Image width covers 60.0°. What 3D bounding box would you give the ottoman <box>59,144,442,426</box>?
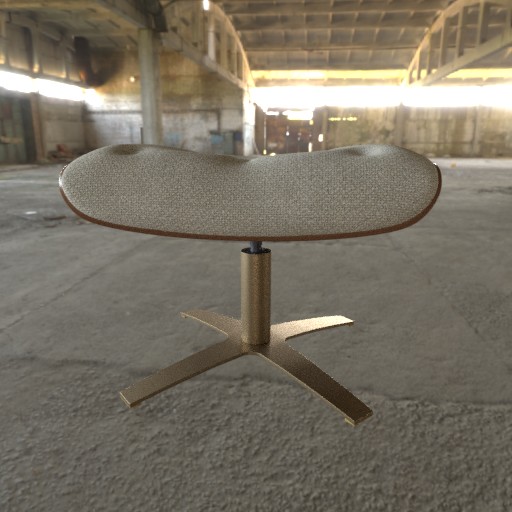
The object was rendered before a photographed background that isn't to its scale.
[{"bbox_3d":[0.000,0.000,0.794,0.520,0.391,0.394,2,15,7],"label":"ottoman"}]
